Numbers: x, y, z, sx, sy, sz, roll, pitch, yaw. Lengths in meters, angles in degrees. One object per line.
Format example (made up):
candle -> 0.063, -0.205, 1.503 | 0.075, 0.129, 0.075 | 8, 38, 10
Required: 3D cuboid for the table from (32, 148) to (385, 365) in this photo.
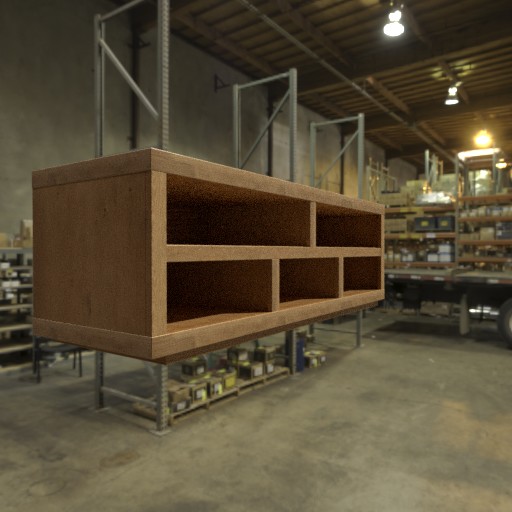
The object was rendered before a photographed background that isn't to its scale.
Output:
table -> 0.000, 0.000, 1.725 | 0.499, 0.491, 1.499 | 0, 1, 35
